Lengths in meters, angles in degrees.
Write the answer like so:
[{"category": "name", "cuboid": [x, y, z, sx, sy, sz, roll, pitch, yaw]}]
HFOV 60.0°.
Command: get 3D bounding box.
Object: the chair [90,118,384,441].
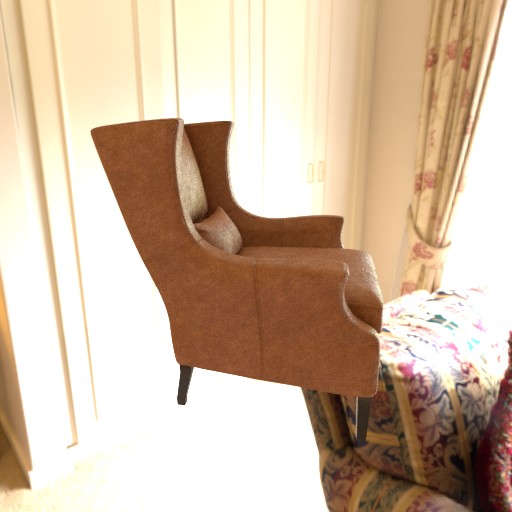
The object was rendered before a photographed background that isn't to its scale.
[{"category": "chair", "cuboid": [0.000, 0.000, 1.724, 0.926, 1.016, 0.853, 3, 17, 9]}]
